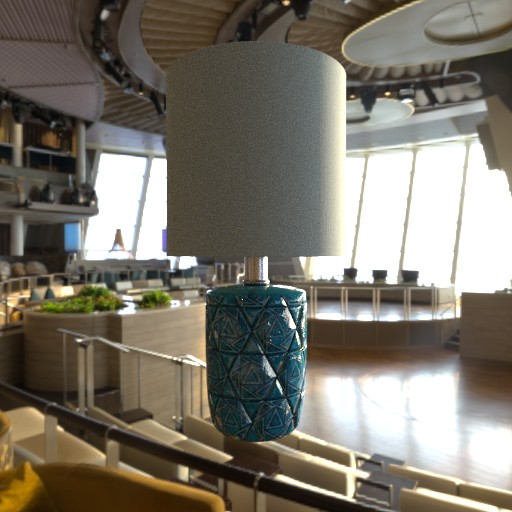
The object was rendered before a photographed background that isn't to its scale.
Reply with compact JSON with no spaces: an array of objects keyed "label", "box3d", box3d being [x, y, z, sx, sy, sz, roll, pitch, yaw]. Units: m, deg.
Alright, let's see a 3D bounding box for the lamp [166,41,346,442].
[{"label":"lamp","box3d":[0.000,0.000,0.485,0.193,0.377,0.193,0,0,16]}]
